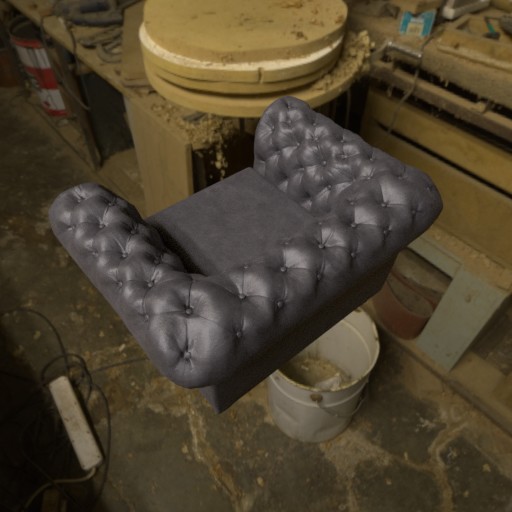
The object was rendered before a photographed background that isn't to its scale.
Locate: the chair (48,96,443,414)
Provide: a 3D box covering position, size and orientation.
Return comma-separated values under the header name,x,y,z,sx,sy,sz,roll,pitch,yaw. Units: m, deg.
name,x,y,z,sx,sy,sz,roll,pitch,yaw
chair,0.000,0.000,1.907,1.298,0.780,0.943,-31,55,-25
